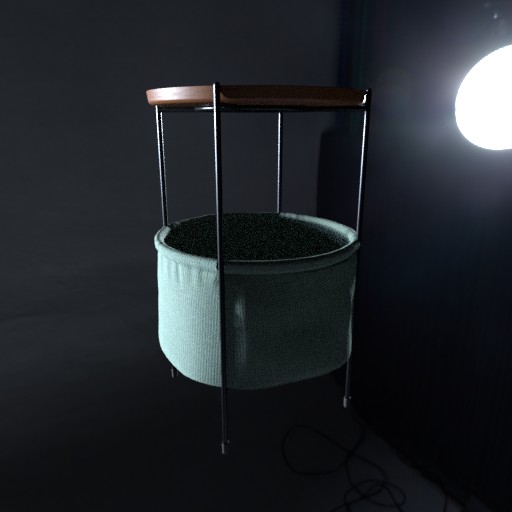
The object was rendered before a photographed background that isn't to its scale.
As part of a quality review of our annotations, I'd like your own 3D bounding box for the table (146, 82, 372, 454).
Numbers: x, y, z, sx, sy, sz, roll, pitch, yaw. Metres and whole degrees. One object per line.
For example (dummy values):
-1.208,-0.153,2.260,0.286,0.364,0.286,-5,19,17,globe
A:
0.000,0.000,0.889,0.400,0.623,0.400,-9,19,-27,table
